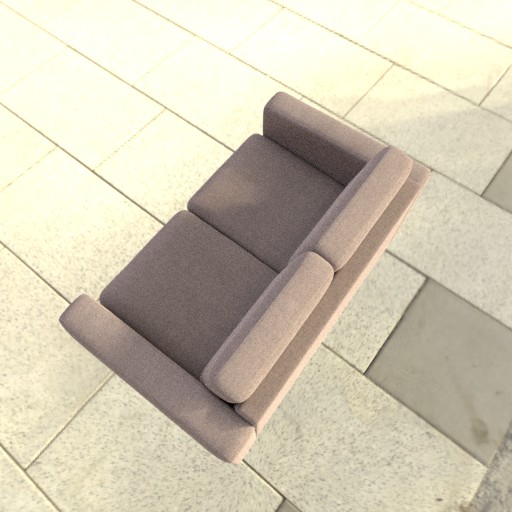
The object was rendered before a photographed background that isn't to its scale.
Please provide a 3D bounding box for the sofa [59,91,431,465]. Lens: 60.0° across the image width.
[{"bbox_3d":[0.000,0.000,2.023,0.900,0.800,1.520,34,69,15],"label":"sofa"}]
